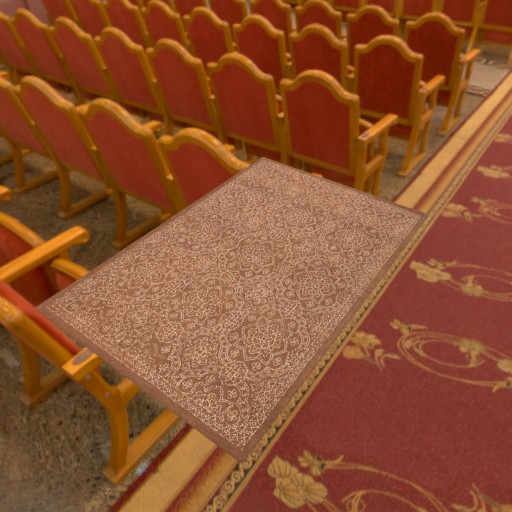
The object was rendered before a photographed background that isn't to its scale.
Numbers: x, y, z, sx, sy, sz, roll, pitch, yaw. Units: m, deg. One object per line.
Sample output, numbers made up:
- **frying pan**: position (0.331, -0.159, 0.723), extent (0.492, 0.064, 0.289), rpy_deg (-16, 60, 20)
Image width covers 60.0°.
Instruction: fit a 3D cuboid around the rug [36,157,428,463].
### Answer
- **rug**: position (0.000, 0.000, 2.942), extent (1.524, 0.011, 2.286), rpy_deg (25, 47, 27)
